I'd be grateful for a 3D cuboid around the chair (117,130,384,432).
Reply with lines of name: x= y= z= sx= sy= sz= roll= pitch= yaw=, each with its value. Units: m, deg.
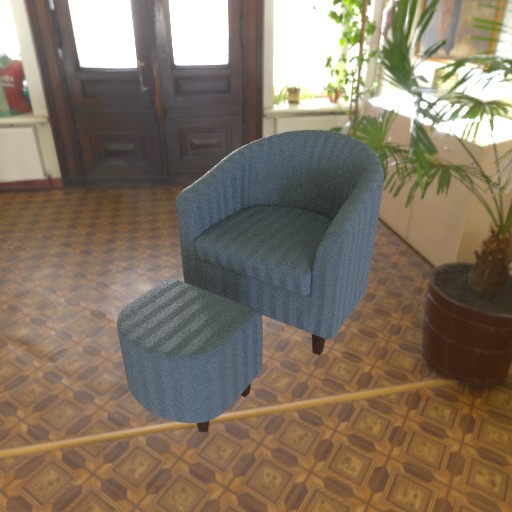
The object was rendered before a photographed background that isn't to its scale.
chair: x=0.000 y=0.000 z=1.783 sx=0.756 sy=0.757 sz=1.288 roll=17 pitch=33 yaw=28
